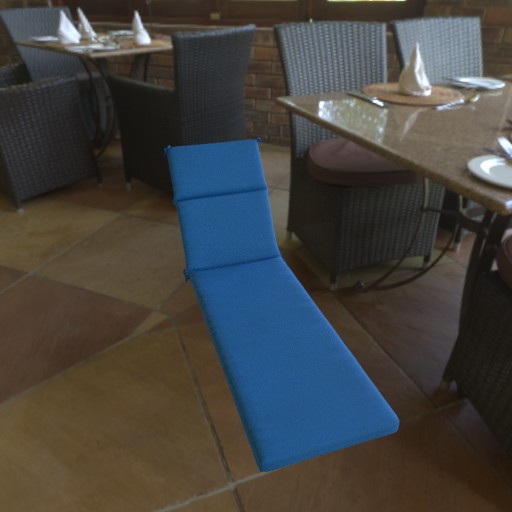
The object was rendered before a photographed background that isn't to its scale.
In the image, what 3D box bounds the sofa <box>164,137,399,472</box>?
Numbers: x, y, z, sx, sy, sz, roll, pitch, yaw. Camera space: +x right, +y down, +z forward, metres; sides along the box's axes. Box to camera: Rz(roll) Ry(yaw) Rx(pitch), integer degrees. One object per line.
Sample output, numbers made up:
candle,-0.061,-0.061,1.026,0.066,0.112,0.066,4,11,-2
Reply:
sofa,0.000,0.000,2.009,0.582,0.622,1.663,-10,32,-16
